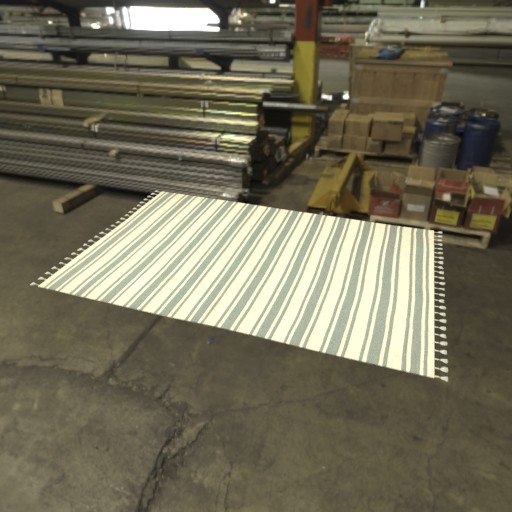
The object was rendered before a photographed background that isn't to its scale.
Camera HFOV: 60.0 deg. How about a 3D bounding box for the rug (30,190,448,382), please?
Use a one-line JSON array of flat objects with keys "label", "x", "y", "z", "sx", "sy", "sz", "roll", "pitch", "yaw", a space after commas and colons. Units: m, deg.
[{"label": "rug", "x": 0.000, "y": 0.000, "z": 2.996, "sx": 2.410, "sy": 0.011, "sz": 1.539, "roll": 10, "pitch": 33, "yaw": 16}]
